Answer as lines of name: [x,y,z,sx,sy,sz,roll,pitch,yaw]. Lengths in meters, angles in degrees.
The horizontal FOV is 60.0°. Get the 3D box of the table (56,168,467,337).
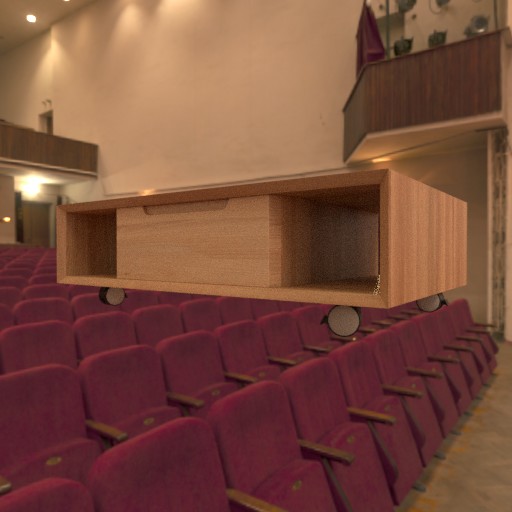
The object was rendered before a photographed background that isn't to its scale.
table: [0.000,0.000,1.408,1.100,0.330,0.700,0,1,36]
